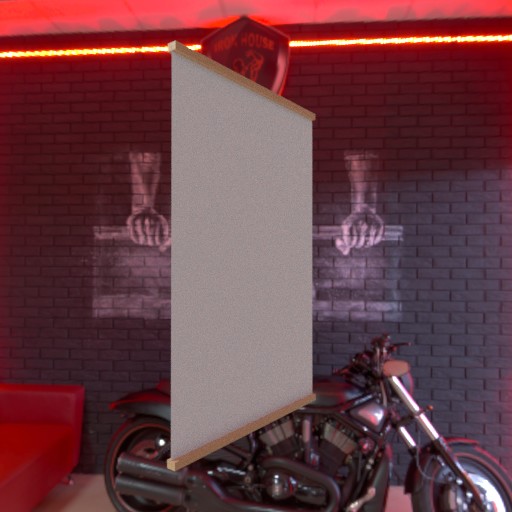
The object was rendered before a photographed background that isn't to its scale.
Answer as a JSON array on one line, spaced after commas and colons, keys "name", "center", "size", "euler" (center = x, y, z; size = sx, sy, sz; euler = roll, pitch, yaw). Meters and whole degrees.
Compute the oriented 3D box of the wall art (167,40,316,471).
[{"name": "wall art", "center": [0.000, 0.000, 1.961], "size": [0.040, 1.510, 0.991], "euler": [0, -1, 37]}]
